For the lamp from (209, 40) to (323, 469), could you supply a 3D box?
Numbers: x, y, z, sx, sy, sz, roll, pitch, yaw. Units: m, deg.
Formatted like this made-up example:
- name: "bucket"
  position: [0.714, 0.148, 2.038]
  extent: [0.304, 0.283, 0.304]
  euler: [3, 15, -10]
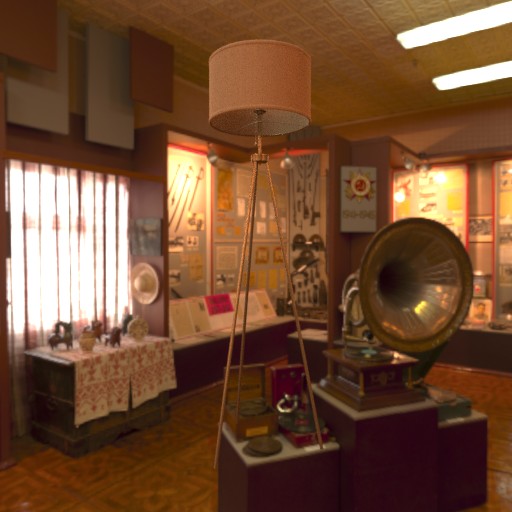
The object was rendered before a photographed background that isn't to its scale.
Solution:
- name: "lamp"
  position: [0.000, 0.000, 1.772]
  extent: [0.449, 1.545, 0.460]
  euler: [1, 1, 37]
